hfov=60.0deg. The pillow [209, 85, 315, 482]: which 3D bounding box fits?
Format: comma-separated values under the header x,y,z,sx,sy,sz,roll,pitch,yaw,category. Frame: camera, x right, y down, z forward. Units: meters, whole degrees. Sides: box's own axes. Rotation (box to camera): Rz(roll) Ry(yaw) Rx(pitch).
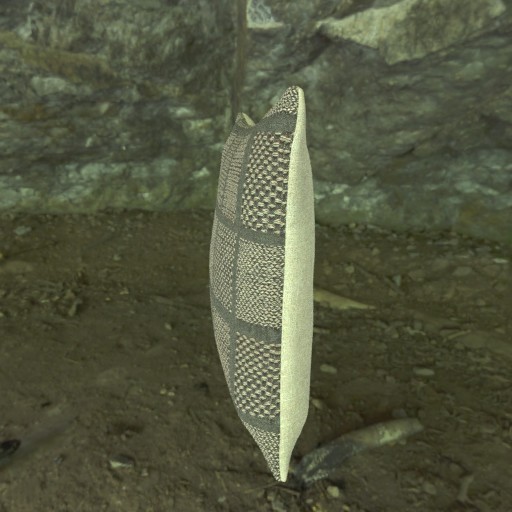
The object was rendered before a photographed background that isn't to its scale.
x,y,z,sx,sy,sz,roll,pitch,yaw,category
0.000,0.000,0.660,0.138,0.432,0.435,-2,15,-8,pillow
